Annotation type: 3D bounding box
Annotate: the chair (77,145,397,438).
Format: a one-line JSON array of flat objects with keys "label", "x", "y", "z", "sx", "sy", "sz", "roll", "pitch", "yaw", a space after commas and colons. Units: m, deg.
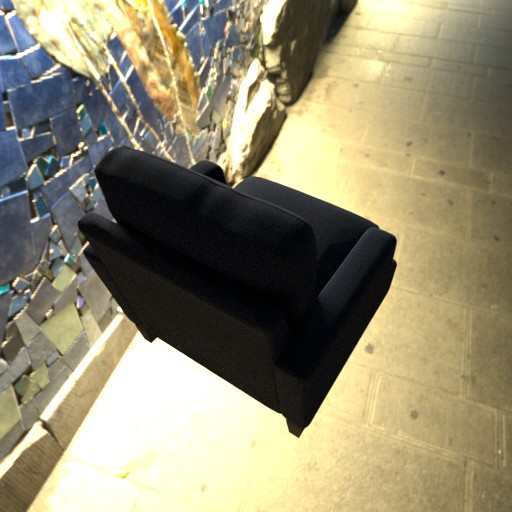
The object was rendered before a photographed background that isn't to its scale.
[{"label": "chair", "x": 0.000, "y": 0.000, "z": 1.625, "sx": 0.855, "sy": 0.991, "sz": 0.897, "roll": 26, "pitch": 51, "yaw": 23}]
